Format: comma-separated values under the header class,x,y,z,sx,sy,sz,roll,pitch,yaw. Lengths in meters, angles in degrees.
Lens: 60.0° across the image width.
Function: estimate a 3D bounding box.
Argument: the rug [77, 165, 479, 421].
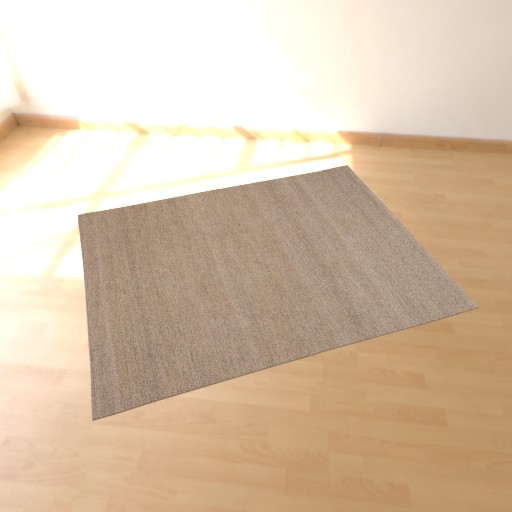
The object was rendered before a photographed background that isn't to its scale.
class,x,y,z,sx,sy,sz,roll,pitch,yaw
rug,0.000,0.000,4.292,3.245,0.046,2.467,-13,44,-13
